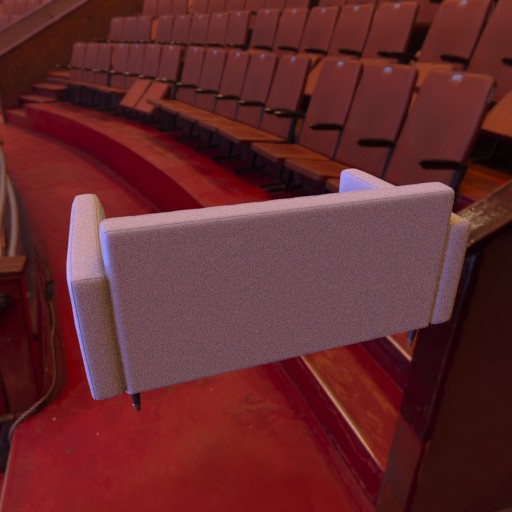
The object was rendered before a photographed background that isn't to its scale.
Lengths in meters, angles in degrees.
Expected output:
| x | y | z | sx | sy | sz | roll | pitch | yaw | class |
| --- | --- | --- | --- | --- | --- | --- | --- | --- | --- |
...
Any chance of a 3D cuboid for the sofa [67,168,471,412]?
| x | y | z | sx | sy | sz | roll | pitch | yaw | class |
| --- | --- | --- | --- | --- | --- | --- | --- | --- | --- |
| 0.000 | 0.000 | 2.104 | 1.585 | 0.801 | 0.950 | -9 | 27 | -17 | sofa |
